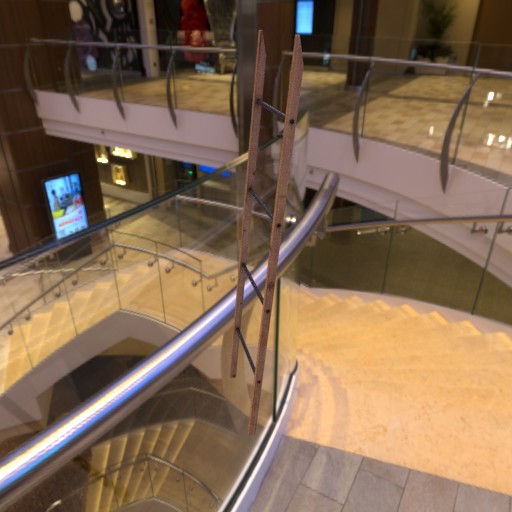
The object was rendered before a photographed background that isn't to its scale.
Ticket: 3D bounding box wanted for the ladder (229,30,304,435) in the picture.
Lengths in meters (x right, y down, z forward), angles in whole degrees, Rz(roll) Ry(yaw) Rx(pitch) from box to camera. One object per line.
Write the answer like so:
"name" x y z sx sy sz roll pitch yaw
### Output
"ladder" 0.000 0.000 2.003 0.200 1.805 0.442 -8 30 -14
